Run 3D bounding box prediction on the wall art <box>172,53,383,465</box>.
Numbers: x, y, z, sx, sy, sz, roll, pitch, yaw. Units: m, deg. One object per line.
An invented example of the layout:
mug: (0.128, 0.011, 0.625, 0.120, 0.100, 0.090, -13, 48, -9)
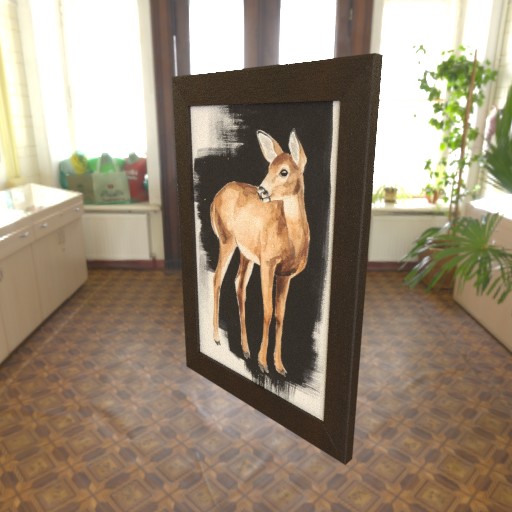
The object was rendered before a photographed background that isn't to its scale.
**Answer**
wall art: (0.000, 0.000, 0.653, 0.359, 0.513, 0.017, 16, 23, 42)
